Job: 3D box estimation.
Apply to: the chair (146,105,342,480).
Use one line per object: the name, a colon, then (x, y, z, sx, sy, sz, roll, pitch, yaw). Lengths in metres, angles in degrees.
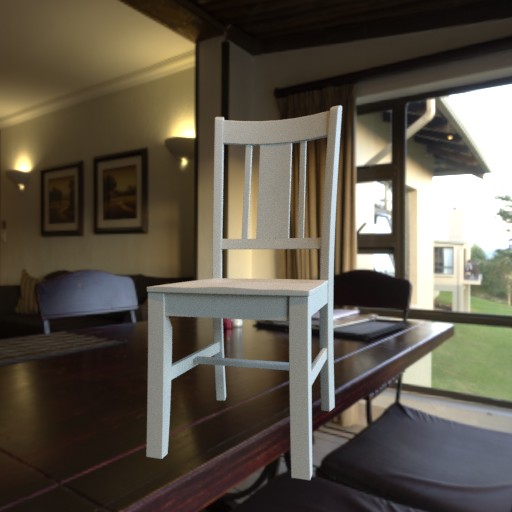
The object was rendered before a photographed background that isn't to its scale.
chair: (0.000, 0.000, 1.299, 0.450, 0.998, 0.555, 0, 0, 16)
